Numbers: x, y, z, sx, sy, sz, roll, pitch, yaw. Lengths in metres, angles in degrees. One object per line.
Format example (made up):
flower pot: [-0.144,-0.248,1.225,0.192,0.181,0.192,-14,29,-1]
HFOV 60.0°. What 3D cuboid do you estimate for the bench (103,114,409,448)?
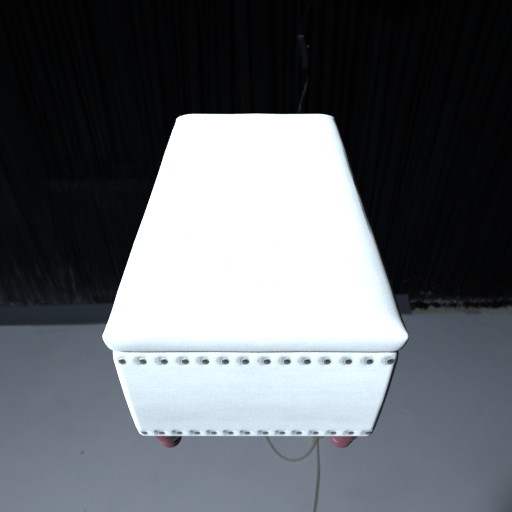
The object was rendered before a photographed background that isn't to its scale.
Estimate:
bench: [0.000,0.000,1.177,0.500,0.449,0.887,0,40,0]
